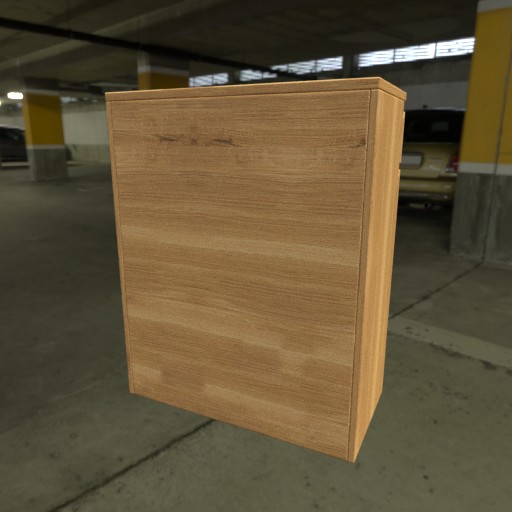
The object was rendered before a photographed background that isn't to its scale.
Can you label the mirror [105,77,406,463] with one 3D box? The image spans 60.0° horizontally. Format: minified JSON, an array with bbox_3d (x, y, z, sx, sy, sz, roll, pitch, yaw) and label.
[{"bbox_3d":[0.000,0.000,1.441,0.800,1.000,0.400,7,17,25],"label":"mirror"}]
